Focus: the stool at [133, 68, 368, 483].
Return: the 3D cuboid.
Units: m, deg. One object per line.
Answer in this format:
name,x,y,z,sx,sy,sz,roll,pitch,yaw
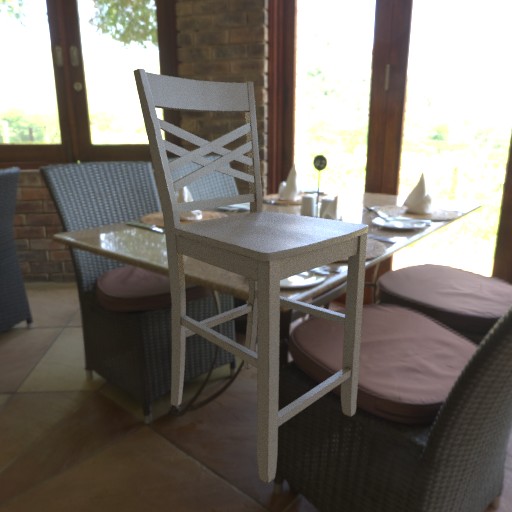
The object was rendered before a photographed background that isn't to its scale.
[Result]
stool,0.000,0.000,1.370,0.539,1.079,0.462,14,21,42
